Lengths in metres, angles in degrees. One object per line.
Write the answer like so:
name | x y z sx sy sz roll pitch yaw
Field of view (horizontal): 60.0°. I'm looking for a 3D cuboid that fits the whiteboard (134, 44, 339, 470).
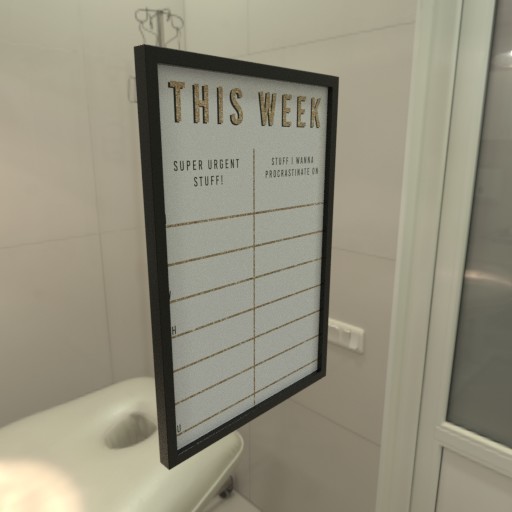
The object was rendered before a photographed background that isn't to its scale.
whiteboard | 0.000 0.000 0.759 0.406 0.611 0.026 -14 20 -43
